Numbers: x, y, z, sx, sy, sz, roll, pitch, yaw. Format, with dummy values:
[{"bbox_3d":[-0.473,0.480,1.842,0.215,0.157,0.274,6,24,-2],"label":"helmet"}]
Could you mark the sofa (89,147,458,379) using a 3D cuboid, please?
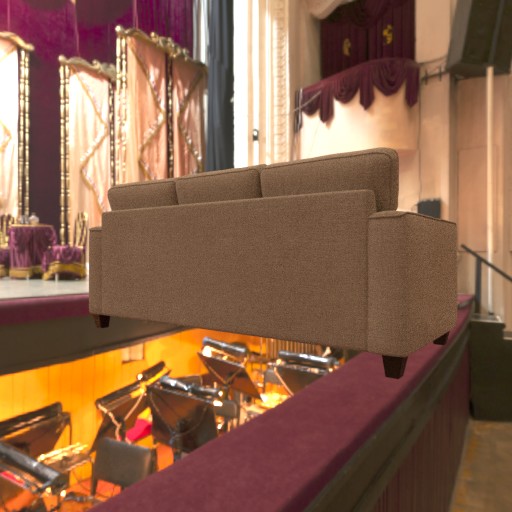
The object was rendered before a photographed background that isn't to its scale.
[{"bbox_3d":[0.000,0.000,2.705,2.133,0.965,0.939,0,1,36],"label":"sofa"}]
